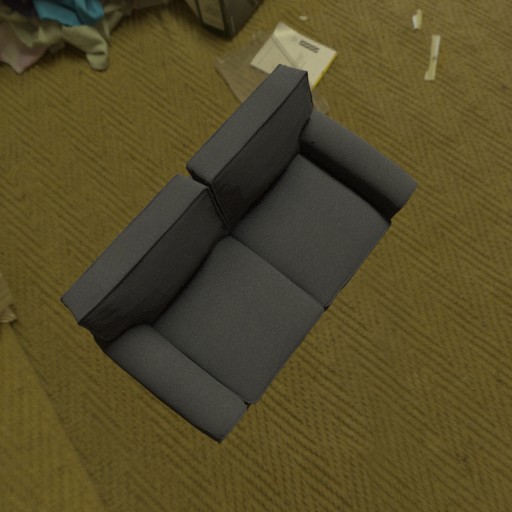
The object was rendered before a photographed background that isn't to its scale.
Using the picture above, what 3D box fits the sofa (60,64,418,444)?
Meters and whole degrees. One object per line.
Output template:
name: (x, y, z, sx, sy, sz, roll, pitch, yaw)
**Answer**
sofa: (0.000, 0.000, 2.487, 0.997, 1.059, 1.801, 38, 77, 10)
